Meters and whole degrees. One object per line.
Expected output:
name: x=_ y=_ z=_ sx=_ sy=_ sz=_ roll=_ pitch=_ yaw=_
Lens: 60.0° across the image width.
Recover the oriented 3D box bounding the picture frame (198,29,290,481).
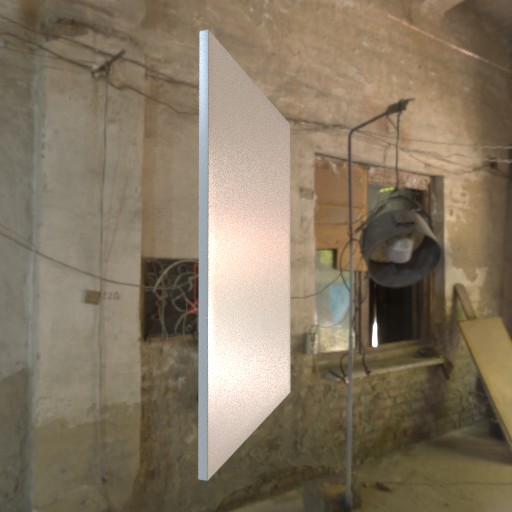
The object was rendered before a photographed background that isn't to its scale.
picture frame: x=0.000 y=0.000 z=0.704 sx=0.012 sy=0.534 sz=0.381 roll=0 pitch=-1 yaw=19
